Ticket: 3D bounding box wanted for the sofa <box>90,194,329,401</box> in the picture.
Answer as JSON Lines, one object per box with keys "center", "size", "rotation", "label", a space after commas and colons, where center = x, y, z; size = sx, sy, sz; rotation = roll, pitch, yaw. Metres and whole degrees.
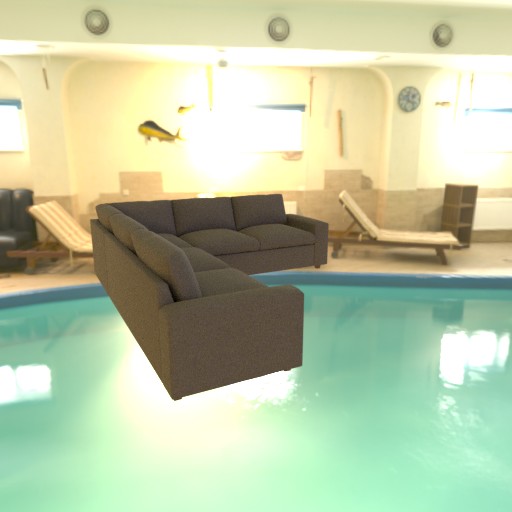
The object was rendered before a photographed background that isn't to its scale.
{"center": [0.000, 0.000, 4.743], "size": [2.895, 0.965, 3.277], "rotation": [-7, 15, -27], "label": "sofa"}
